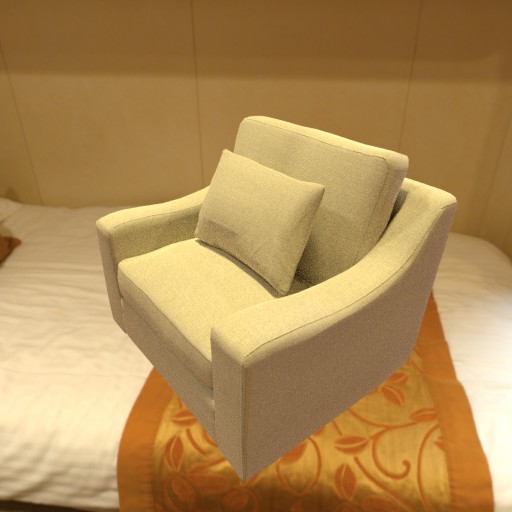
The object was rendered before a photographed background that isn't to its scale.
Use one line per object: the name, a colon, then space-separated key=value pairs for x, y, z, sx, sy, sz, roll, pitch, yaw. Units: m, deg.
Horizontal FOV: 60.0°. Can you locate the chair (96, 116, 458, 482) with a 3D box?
chair: x=0.000 y=0.000 z=1.925 sx=1.009 sy=1.016 sz=1.178 roll=-21 pitch=36 yaw=-32
